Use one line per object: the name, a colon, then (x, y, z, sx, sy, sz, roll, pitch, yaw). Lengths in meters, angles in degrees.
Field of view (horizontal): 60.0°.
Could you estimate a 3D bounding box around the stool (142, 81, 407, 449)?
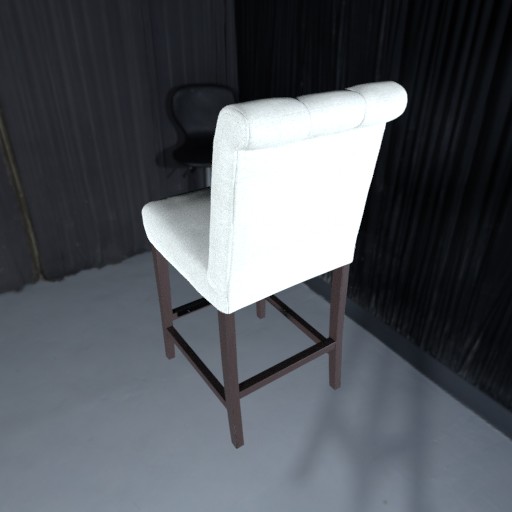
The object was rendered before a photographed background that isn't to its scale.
stool: (0.000, 0.000, 1.357, 0.493, 1.040, 0.601, -20, 36, -29)
